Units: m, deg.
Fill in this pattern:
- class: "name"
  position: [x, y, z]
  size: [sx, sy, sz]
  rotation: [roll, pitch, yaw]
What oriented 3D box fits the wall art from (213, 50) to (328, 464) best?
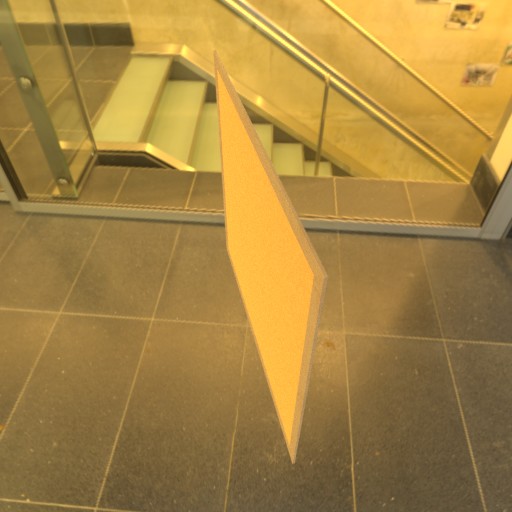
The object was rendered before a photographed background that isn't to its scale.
- class: "wall art"
  position: [0.000, 0.000, 1.668]
  size: [0.025, 1.067, 1.168]
  rotation: [-11, 47, -10]
